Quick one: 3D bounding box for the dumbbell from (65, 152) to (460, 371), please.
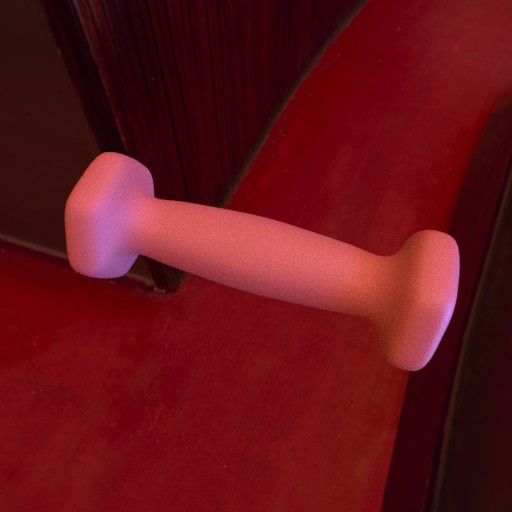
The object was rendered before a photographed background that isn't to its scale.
[{"bbox_3d":[0.000,0.000,0.148,0.123,0.043,0.047,15,60,9],"label":"dumbbell"}]
